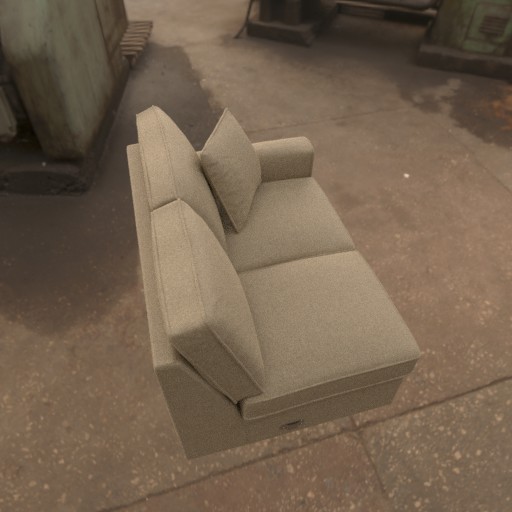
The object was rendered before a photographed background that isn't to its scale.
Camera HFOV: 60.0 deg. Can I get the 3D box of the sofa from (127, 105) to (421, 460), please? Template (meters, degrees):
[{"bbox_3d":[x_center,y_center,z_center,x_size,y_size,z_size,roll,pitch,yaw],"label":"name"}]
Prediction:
[{"bbox_3d":[0.000,0.000,2.063,0.991,0.989,1.388,-11,48,-10],"label":"sofa"}]
